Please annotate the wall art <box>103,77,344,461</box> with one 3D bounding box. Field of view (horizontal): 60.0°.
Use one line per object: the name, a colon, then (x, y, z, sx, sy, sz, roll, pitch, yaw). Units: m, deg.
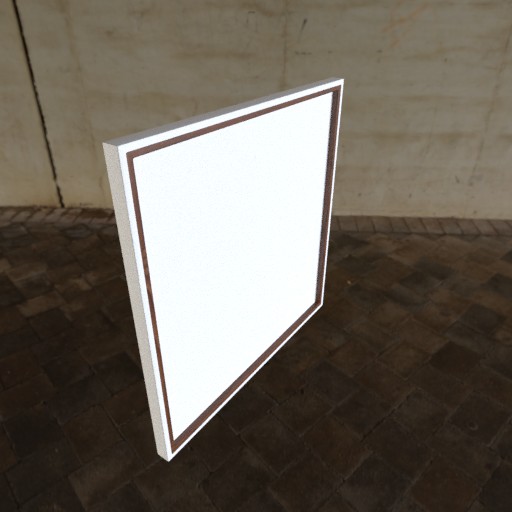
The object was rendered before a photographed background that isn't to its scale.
wall art: (0.000, 0.000, 1.503, 0.049, 1.009, 1.009, 20, 36, 30)
